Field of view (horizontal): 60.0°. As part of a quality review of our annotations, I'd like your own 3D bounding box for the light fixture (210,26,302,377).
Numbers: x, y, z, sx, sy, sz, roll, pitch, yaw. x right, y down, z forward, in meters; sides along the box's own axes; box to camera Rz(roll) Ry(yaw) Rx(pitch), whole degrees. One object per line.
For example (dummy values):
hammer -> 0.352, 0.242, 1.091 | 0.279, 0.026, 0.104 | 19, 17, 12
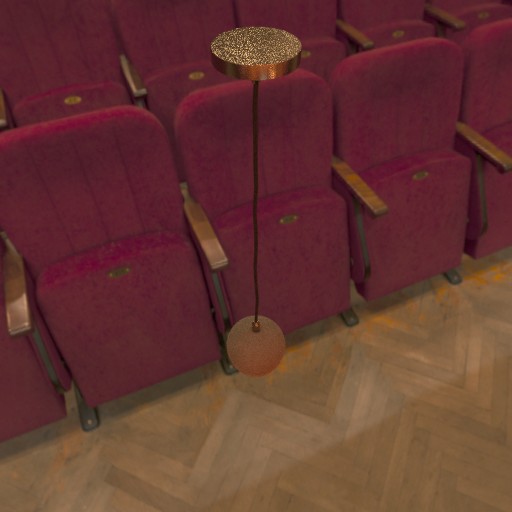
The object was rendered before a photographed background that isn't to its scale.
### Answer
light fixture -> 0.000, 0.000, 0.819 | 0.139, 0.764, 0.139 | -18, 50, -15
